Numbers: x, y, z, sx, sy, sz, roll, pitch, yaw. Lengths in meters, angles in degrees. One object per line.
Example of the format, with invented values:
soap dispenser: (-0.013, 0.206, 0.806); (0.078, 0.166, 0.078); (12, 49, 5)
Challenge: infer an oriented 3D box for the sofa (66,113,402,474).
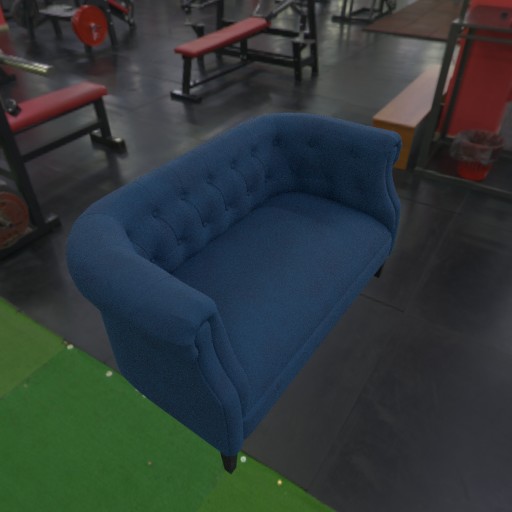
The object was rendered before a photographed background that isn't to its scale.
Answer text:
sofa: (0.000, 0.000, 1.990); (0.835, 0.827, 1.558); (24, 45, 27)
